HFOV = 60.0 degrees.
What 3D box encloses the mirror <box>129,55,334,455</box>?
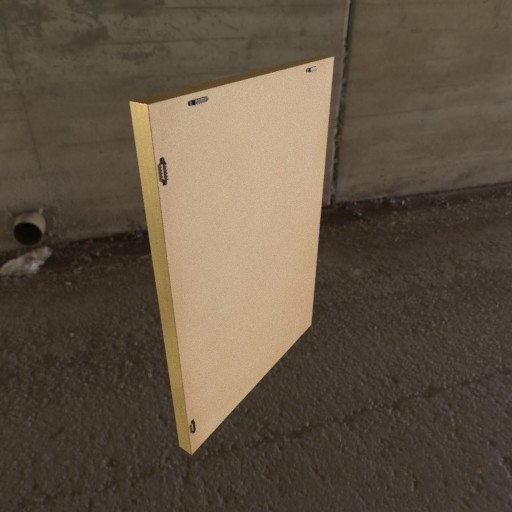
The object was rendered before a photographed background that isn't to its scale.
[{"bbox_3d":[0.000,0.000,0.921,0.040,0.710,0.507,21,37,29],"label":"mirror"}]
